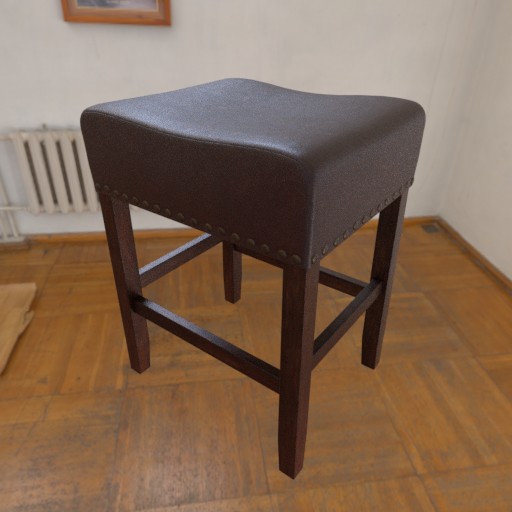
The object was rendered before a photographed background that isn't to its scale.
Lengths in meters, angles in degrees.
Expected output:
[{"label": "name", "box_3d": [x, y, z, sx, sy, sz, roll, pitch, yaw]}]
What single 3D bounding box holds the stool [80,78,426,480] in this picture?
[{"label": "stool", "box_3d": [0.000, 0.000, 0.904, 0.465, 0.608, 0.397, 21, 36, 31]}]
